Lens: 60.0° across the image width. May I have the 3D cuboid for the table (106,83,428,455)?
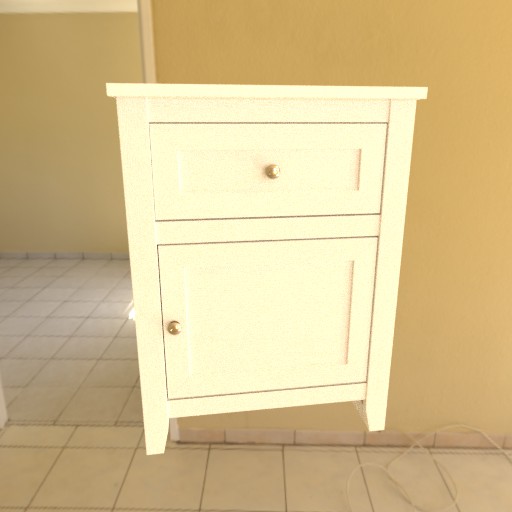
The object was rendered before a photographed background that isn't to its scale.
[{"bbox_3d":[0.000,0.000,0.920,0.480,0.635,0.381,-3,17,-8],"label":"table"}]
